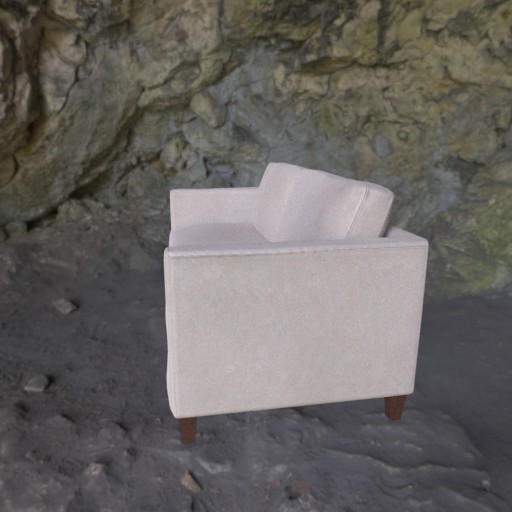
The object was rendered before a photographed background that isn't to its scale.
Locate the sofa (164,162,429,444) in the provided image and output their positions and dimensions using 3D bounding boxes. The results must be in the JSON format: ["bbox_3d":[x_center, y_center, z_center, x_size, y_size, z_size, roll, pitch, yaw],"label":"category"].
[{"bbox_3d":[0.000,0.000,2.400,0.950,0.940,1.846,-3,15,-10],"label":"sofa"}]
